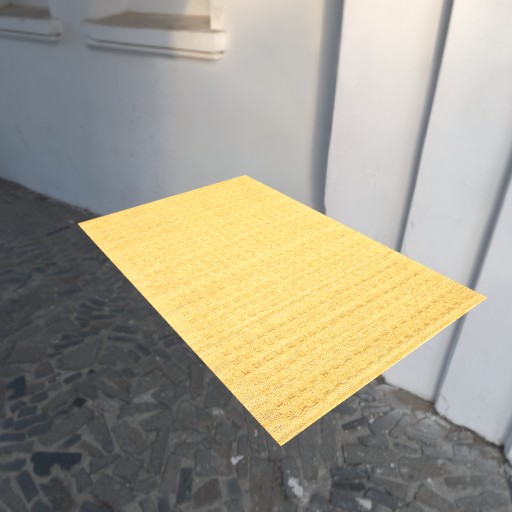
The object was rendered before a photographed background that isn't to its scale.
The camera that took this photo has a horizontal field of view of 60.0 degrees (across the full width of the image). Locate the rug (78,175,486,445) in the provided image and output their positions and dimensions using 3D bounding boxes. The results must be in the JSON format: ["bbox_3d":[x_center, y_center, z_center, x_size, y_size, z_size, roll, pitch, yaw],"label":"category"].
[{"bbox_3d":[0.000,0.000,2.873,1.524,0.006,2.286,-22,39,-31],"label":"rug"}]
